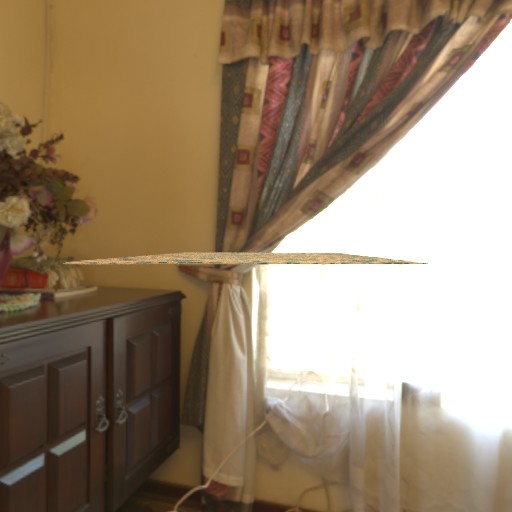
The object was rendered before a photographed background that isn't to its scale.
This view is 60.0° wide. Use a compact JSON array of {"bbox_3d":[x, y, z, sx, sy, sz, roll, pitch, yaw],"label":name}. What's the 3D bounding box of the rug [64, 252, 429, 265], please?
[{"bbox_3d":[0.000,0.000,3.056,1.520,0.011,2.447,0,1,2],"label":"rug"}]
